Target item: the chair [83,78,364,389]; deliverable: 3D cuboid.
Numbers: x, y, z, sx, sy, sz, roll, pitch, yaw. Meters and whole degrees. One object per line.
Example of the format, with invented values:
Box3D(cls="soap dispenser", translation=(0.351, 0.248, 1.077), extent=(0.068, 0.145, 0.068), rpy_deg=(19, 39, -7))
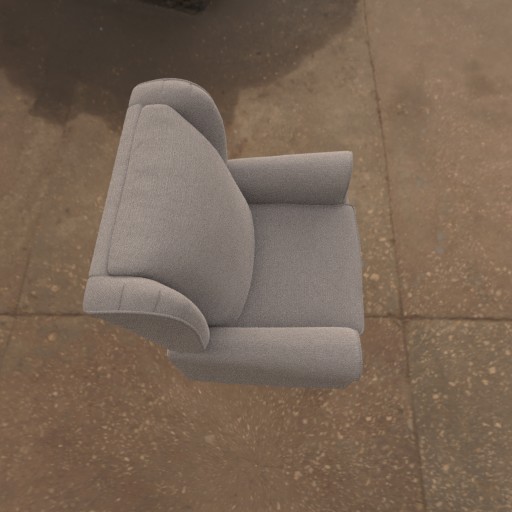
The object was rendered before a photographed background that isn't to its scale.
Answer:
Box3D(cls="chair", translation=(0.000, 0.000, 1.677), extent=(0.854, 0.966, 0.906), rpy_deg=(3, 65, 1))
